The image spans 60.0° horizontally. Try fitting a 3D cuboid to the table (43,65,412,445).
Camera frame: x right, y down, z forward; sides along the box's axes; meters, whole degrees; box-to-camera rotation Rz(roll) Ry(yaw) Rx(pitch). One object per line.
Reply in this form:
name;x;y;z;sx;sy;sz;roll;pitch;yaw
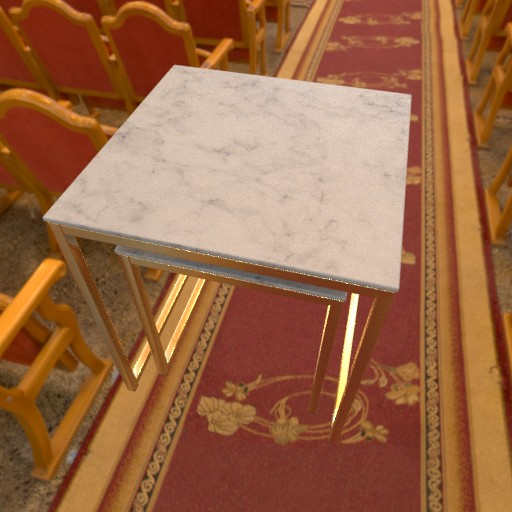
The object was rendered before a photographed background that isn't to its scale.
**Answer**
table;0.000;0.000;0.862;0.450;0.500;0.450;11;49;10
